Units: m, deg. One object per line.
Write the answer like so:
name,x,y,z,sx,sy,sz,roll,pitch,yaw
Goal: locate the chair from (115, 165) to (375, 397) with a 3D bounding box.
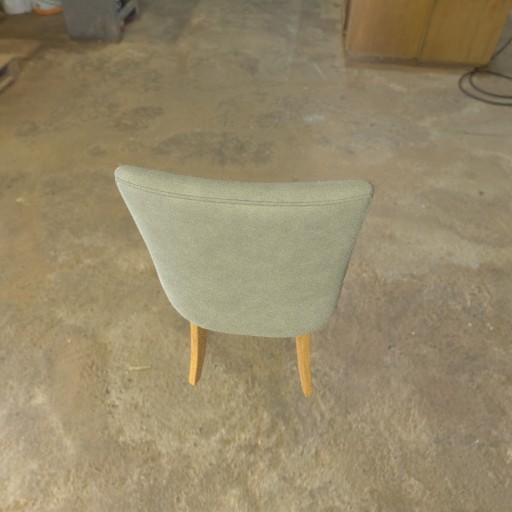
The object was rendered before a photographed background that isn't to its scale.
chair,0.000,0.000,1.278,0.495,0.902,0.610,4,46,4
